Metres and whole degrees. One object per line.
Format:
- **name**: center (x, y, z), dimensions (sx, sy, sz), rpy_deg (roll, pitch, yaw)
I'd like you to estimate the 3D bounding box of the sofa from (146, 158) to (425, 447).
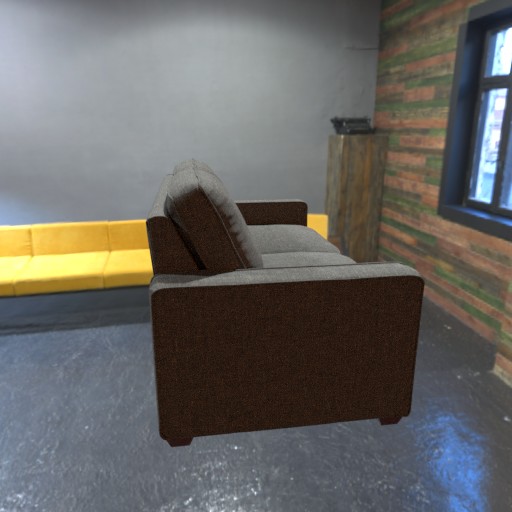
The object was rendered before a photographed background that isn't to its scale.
- **sofa**: center (0.000, 0.000, 2.269), dimensions (0.947, 0.918, 1.709), rpy_deg (-2, 16, -8)
